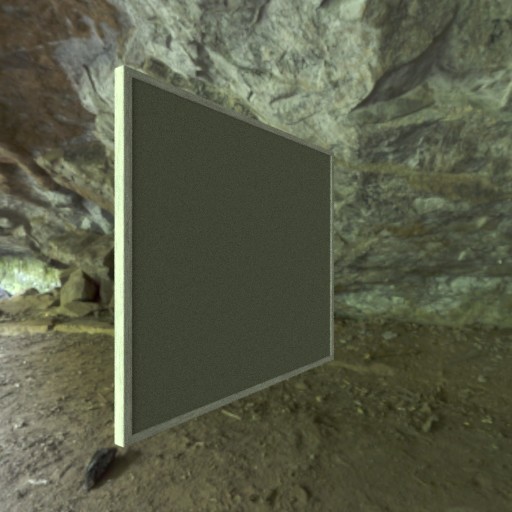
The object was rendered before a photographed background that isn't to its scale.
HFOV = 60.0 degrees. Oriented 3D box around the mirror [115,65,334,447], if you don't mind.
[{"bbox_3d":[0.000,0.000,1.140,0.028,0.689,0.839,0,0,36],"label":"mirror"}]
